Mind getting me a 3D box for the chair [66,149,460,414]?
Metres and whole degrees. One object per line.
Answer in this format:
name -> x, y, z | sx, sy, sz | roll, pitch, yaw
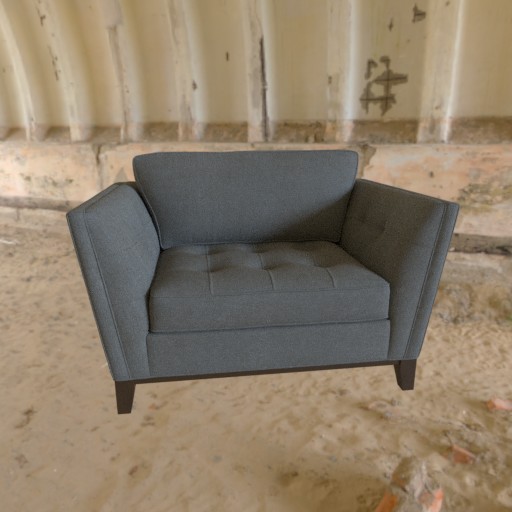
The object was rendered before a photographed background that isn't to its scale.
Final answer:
chair -> 0.000, 0.000, 2.077 | 1.396, 0.942, 0.965 | -2, 16, -8
